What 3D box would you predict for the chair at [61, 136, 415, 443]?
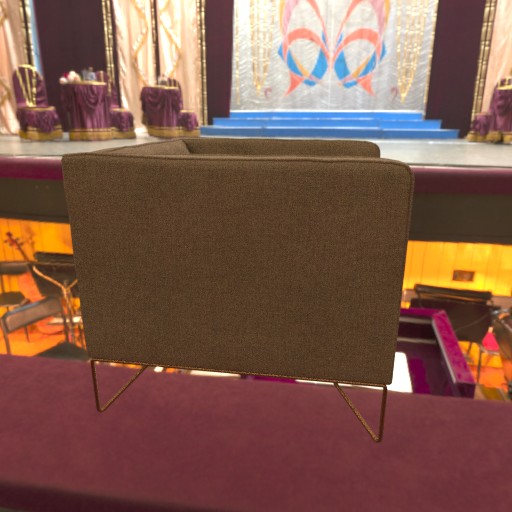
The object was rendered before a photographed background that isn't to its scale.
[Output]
[{"bbox_3d":[0.000,0.000,1.620,0.912,0.799,0.920,3,18,9],"label":"chair"}]
